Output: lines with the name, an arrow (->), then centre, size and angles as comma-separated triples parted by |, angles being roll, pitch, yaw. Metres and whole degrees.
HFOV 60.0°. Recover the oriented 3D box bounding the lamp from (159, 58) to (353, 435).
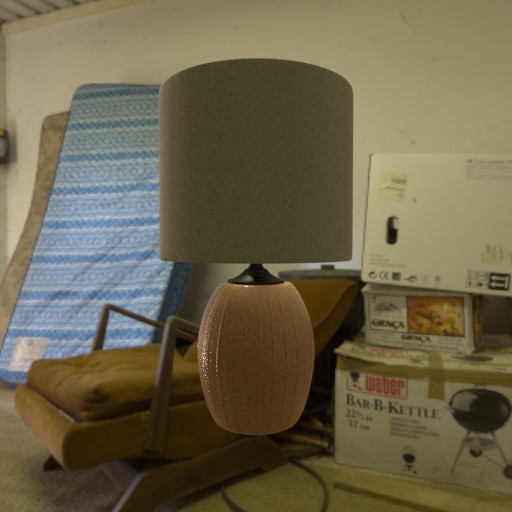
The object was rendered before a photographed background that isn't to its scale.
lamp -> 0.000, 0.000, 0.773 | 0.329, 0.570, 0.329 | 0, 2, 0
